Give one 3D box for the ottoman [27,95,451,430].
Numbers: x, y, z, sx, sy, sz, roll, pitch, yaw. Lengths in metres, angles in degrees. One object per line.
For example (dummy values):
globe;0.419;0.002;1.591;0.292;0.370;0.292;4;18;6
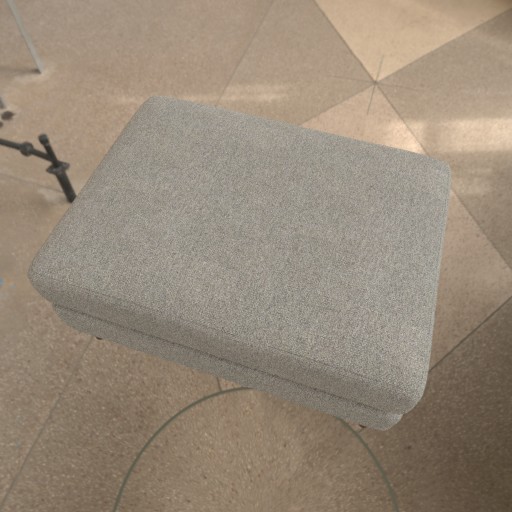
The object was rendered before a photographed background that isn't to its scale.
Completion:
ottoman;0.000;0.000;1.131;0.821;0.441;0.611;16;59;10
